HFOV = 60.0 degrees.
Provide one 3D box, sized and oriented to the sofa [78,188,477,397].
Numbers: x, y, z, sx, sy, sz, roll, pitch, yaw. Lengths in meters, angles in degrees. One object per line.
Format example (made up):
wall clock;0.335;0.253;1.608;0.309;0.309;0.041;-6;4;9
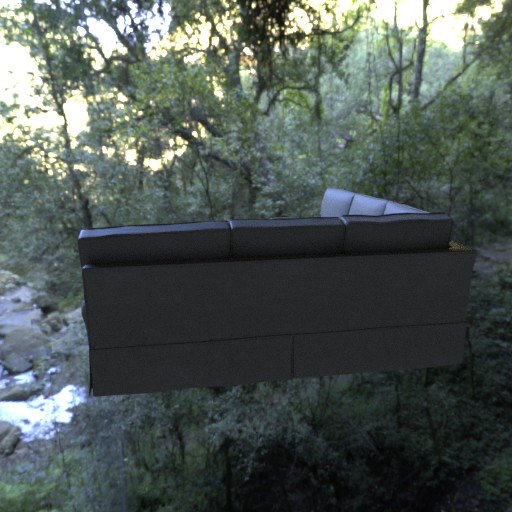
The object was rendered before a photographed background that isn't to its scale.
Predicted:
sofa;0.000;0.000;4.097;2.623;1.081;2.618;-2;14;-10
